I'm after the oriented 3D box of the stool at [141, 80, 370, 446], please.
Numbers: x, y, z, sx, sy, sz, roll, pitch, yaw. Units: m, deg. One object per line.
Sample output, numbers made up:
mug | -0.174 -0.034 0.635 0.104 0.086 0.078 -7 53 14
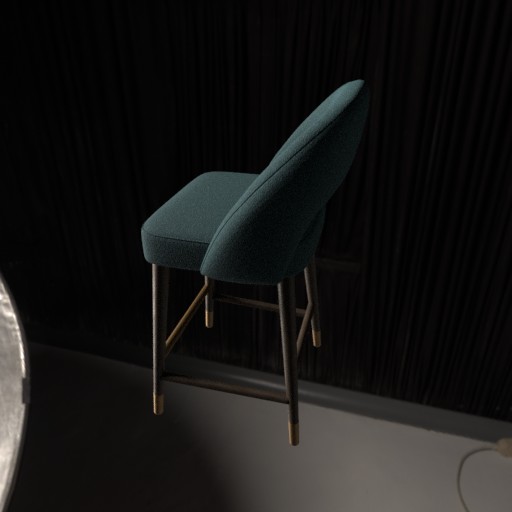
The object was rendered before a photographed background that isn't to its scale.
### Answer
stool | 0.000 0.000 1.255 0.522 0.939 0.536 8 30 13
